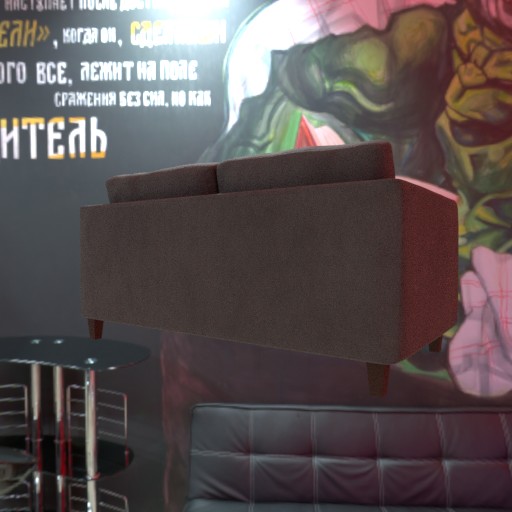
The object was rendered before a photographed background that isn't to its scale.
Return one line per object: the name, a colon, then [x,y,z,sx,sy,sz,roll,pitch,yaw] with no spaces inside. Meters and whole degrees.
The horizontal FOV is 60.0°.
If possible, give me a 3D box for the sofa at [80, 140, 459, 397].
sofa: [0.000,0.000,2.399,1.884,0.963,0.950,1,1,35]
